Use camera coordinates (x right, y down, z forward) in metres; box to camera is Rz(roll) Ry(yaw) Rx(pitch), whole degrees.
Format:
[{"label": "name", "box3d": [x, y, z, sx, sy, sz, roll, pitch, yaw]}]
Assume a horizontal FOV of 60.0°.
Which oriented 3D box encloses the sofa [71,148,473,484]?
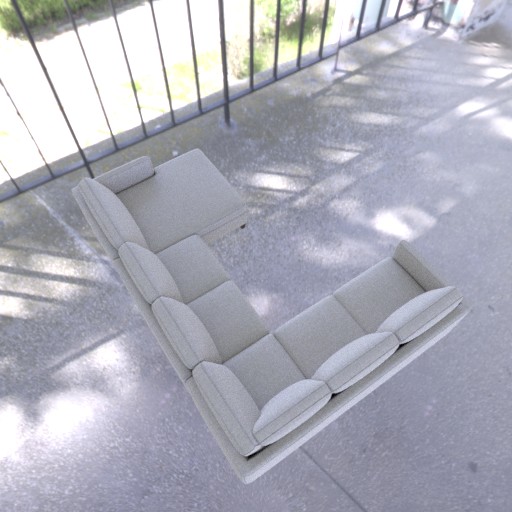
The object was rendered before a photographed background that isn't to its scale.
[{"label": "sofa", "box3d": [0.000, 0.000, 4.591, 2.551, 0.889, 3.403, -30, 63, -17]}]
